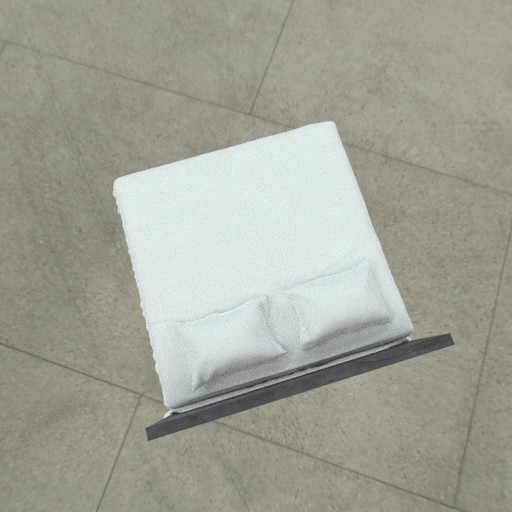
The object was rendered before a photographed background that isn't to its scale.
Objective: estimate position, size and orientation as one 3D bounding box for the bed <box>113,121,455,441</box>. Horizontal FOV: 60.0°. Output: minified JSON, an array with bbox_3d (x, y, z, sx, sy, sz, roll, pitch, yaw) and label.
[{"bbox_3d":[0.000,0.000,3.570,2.255,1.158,2.165,-16,76,-4],"label":"bed"}]
